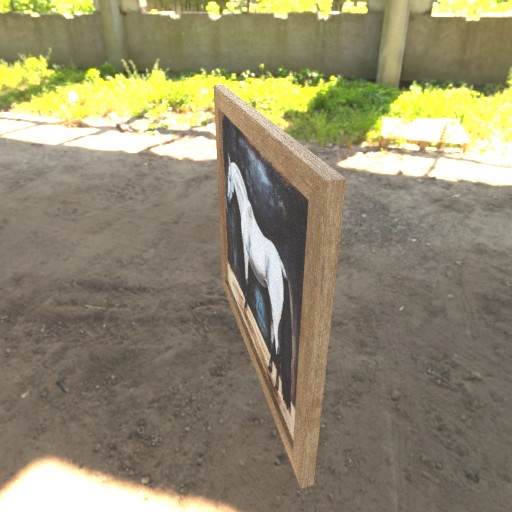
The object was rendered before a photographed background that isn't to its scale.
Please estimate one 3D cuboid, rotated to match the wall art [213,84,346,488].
[{"bbox_3d":[0.000,0.000,0.948,0.026,0.588,0.690,-8,31,-13],"label":"wall art"}]
